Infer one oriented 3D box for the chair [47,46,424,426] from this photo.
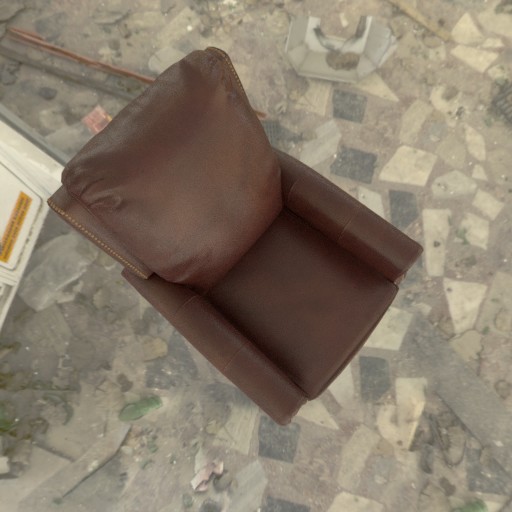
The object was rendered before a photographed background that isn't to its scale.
[{"bbox_3d":[0.000,0.000,1.715,1.089,1.022,0.826,40,79,10],"label":"chair"}]
